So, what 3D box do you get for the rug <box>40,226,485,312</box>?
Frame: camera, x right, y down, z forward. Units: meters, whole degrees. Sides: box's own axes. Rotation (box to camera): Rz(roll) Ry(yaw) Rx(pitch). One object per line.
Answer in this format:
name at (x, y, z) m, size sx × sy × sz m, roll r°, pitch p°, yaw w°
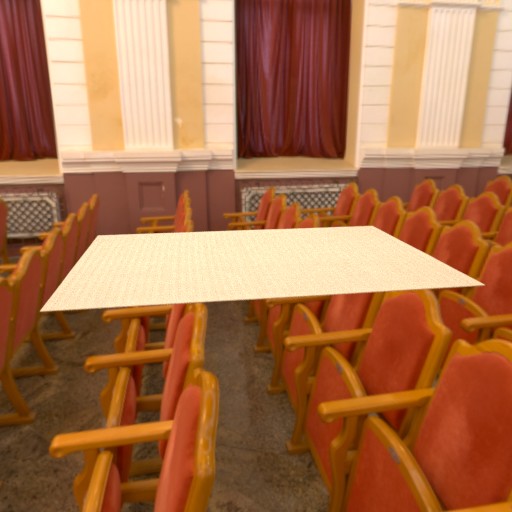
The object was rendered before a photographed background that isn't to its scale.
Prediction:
rug at (0.000, 0.000, 2.956) m, size 2.289 × 0.006 × 1.523 m, roll -3°, pitch 16°, yaw -9°
